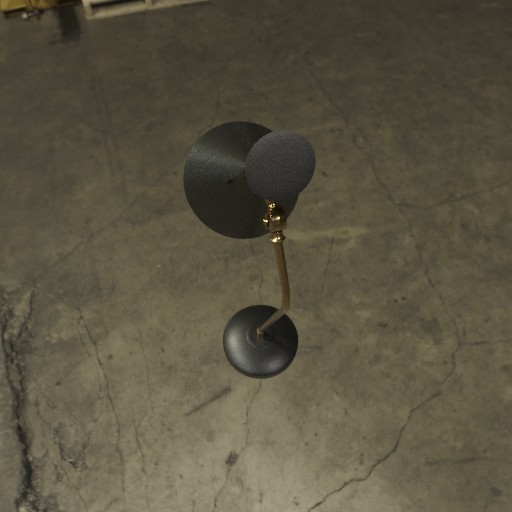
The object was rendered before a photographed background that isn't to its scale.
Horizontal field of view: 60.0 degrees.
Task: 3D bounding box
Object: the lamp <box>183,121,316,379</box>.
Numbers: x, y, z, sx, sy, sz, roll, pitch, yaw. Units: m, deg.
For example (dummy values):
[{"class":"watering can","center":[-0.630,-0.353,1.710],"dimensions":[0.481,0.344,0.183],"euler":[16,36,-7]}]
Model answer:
[{"class":"lamp","center":[0.000,0.000,0.781],"dimensions":[0.189,0.647,0.292],"euler":[-15,58,-10]}]
